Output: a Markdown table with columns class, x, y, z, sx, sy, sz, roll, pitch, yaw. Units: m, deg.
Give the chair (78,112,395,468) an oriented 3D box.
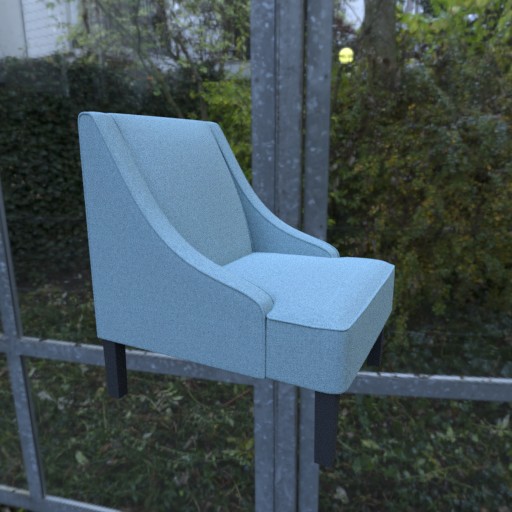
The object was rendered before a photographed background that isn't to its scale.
| class | x | y | z | sx | sy | sz | roll | pitch | yaw |
| --- | --- | --- | --- | --- | --- | --- | --- | --- | --- |
| chair | 0.000 | 0.000 | 1.858 | 1.025 | 1.133 | 0.857 | 7 | 16 | 26 |
